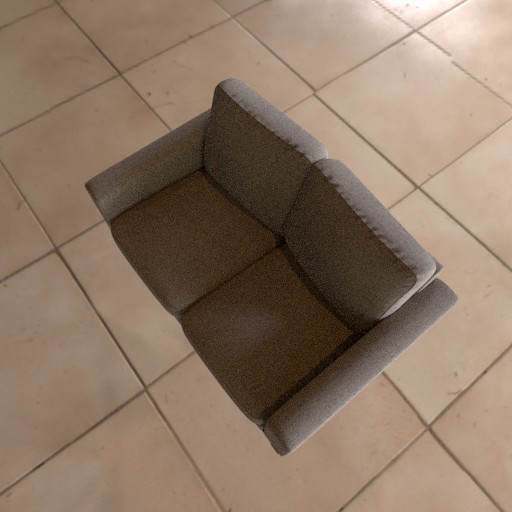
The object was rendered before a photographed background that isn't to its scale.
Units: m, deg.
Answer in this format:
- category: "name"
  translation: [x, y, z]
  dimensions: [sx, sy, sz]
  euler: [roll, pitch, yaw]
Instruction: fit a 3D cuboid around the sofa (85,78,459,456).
- category: "sofa"
  translation: [0.000, 0.000, 1.983]
  dimensions: [0.917, 0.873, 1.420]
  euler: [-36, 69, -16]
